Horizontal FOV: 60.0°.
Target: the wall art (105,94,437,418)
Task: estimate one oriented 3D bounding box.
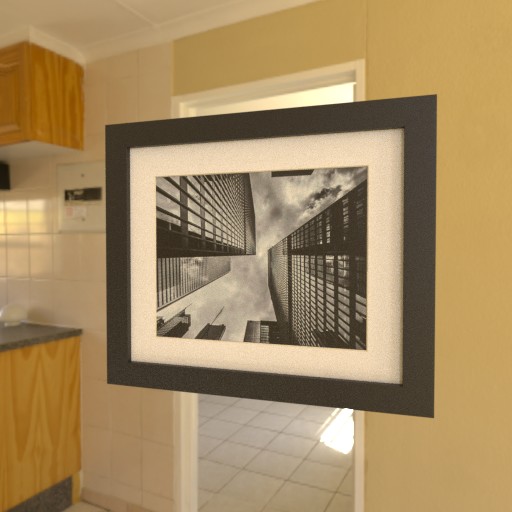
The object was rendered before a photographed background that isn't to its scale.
[{"bbox_3d":[0.000,0.000,0.508,0.381,0.321,0.028,0,1,17],"label":"wall art"}]
